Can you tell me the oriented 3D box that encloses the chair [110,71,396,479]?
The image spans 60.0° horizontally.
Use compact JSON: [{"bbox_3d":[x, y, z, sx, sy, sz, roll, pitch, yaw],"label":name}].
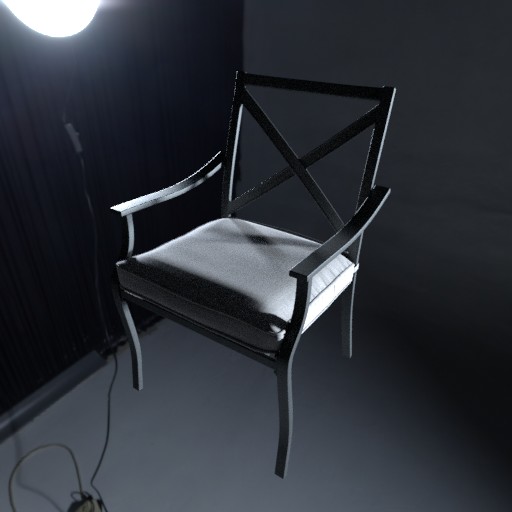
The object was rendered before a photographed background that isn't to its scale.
[{"bbox_3d":[0.000,0.000,1.271,0.575,0.889,0.620,19,36,29],"label":"chair"}]
